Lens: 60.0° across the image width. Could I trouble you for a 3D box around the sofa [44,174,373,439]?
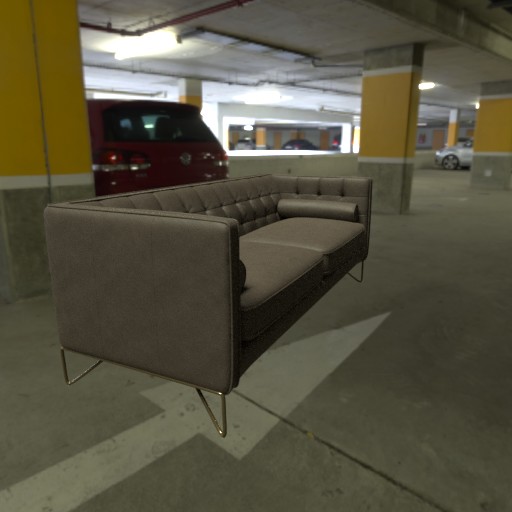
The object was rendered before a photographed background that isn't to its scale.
[{"bbox_3d":[0.000,0.000,2.524,0.867,0.789,2.087,7,16,26],"label":"sofa"}]
